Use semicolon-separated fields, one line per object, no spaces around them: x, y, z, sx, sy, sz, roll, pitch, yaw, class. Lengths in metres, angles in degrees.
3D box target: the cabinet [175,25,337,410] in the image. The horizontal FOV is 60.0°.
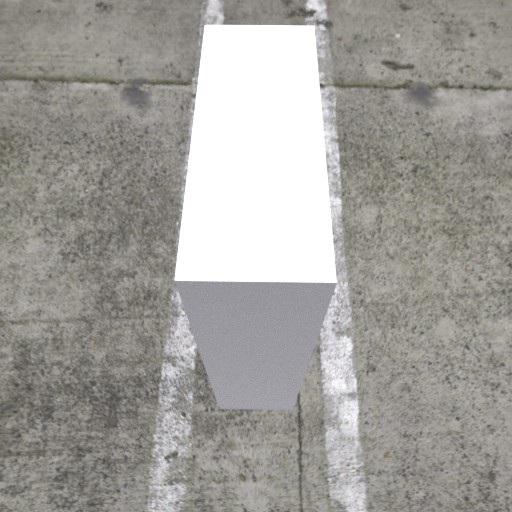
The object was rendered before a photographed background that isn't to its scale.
0.000;0.000;2.495;0.510;1.910;1.290;1;60;0;cabinet
